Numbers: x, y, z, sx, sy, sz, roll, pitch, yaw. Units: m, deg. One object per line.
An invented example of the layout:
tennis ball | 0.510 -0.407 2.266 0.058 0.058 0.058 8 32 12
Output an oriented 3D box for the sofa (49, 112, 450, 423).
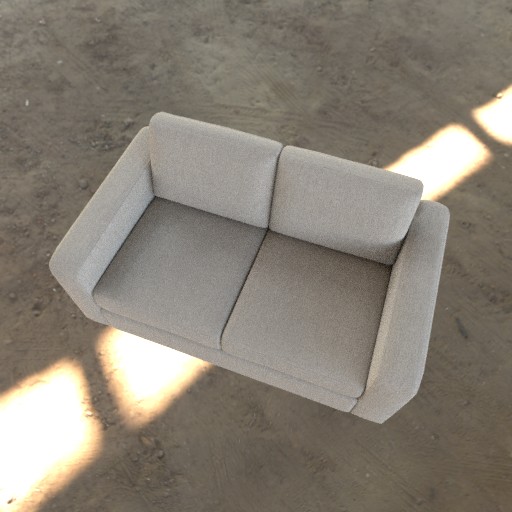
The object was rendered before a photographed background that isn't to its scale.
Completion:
sofa | 0.000 0.000 2.035 1.540 0.800 0.900 17 60 10
